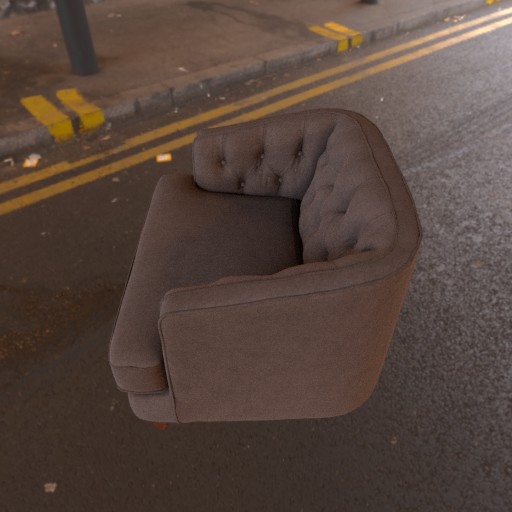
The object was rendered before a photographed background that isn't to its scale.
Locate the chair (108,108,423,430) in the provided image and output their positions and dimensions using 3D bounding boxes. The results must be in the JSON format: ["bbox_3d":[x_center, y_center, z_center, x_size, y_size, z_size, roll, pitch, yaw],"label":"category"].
[{"bbox_3d":[0.000,0.000,1.740,0.941,0.852,1.104,0,42,0],"label":"chair"}]
